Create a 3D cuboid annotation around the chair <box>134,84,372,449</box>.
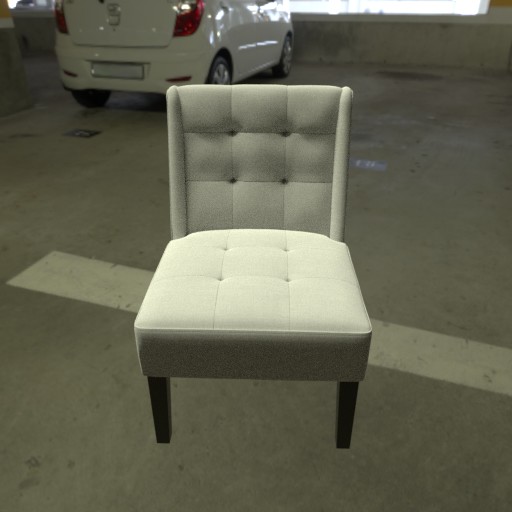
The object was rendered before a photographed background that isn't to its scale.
[{"bbox_3d":[0.000,0.000,1.299,0.569,0.853,0.676,1,31,2],"label":"chair"}]
